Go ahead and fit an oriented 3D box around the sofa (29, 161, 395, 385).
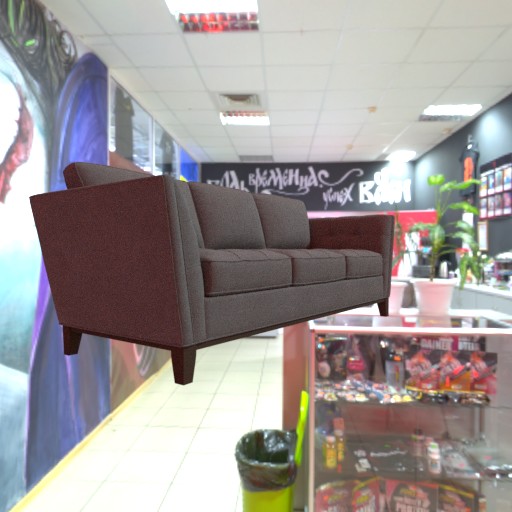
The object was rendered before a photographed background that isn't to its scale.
[{"bbox_3d":[0.000,0.000,2.806,0.965,0.940,2.387,1,1,37],"label":"sofa"}]
